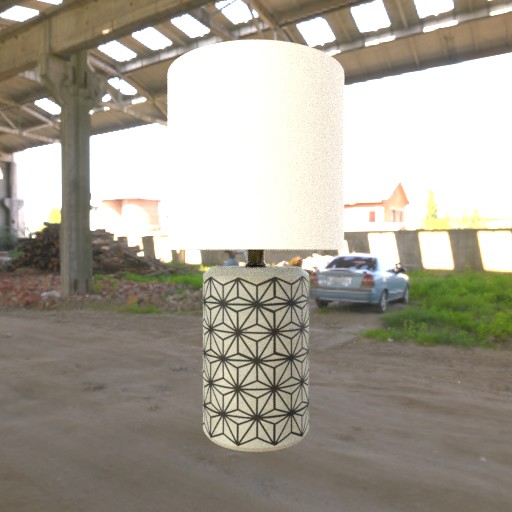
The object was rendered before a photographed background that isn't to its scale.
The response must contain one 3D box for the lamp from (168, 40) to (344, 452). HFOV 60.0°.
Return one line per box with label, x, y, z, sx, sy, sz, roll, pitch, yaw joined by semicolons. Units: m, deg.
lamp;0.000;0.000;0.529;0.206;0.416;0.206;0;0;-1
